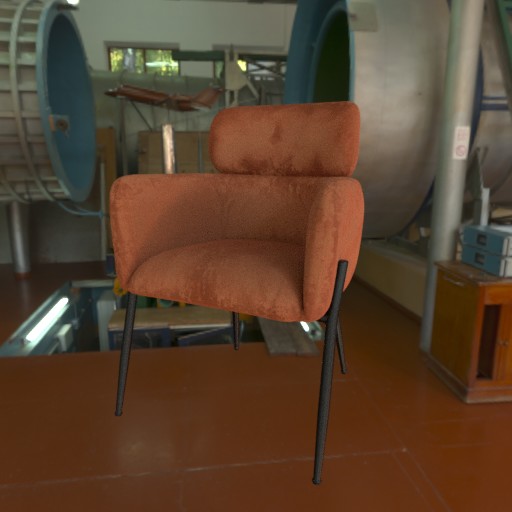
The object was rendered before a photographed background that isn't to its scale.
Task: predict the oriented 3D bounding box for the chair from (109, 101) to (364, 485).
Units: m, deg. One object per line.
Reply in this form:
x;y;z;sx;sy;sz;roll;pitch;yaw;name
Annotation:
0.000;0.000;1.123;0.561;0.772;0.523;7;15;26;chair
